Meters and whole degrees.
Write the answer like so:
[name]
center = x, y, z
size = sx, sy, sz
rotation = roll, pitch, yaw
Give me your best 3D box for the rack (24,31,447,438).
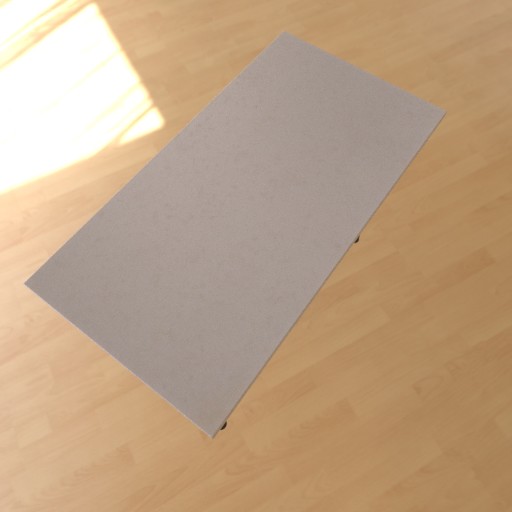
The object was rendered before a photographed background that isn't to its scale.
[rack]
center = 0.000, 0.000, 1.641
size = 0.613, 0.880, 1.159
rotation = 34, 69, 15
